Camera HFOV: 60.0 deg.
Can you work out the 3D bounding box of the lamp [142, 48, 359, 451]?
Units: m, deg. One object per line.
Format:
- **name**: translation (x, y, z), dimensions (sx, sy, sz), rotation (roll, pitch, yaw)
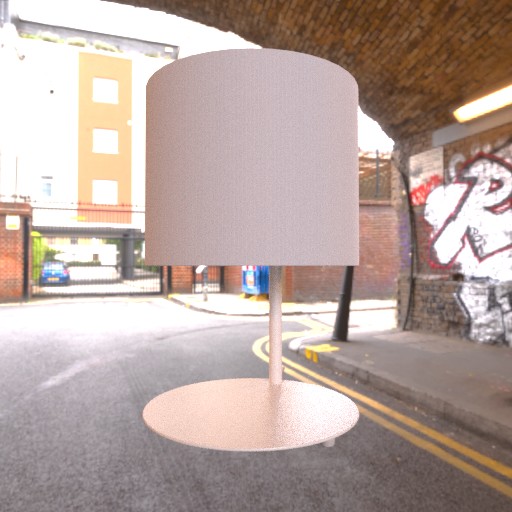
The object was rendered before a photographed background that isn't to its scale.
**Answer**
- **lamp**: translation (0.000, 0.000, 0.652), dimensions (0.299, 0.454, 0.341), rotation (0, -1, 18)
